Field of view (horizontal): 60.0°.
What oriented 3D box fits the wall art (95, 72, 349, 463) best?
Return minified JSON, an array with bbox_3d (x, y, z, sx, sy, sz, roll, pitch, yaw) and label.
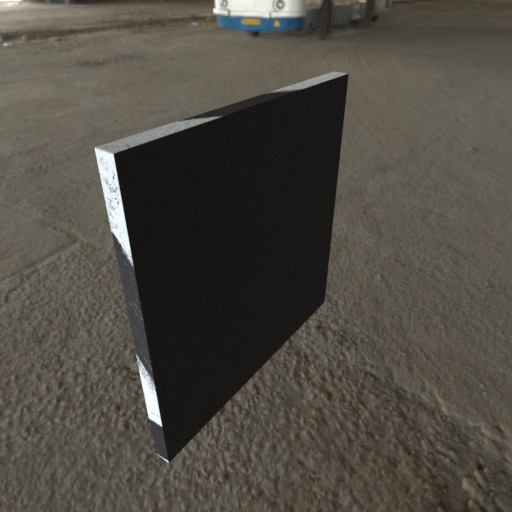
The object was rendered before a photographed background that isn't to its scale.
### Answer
[{"bbox_3d":[0.000,0.000,1.125,0.046,0.765,0.765,22,38,30],"label":"wall art"}]
